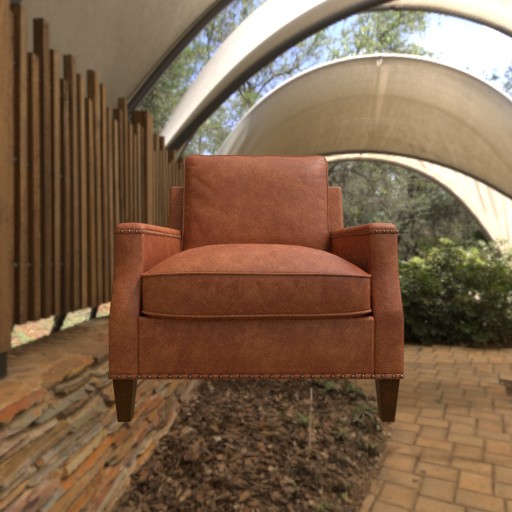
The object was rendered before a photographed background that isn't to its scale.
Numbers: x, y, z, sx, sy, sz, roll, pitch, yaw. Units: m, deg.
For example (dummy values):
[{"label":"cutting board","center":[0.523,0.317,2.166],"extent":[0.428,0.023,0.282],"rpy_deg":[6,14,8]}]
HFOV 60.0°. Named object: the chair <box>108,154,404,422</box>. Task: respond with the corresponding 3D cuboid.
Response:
[{"label":"chair","center":[0.000,0.000,1.727],"extent":[0.853,0.943,1.014],"rpy_deg":[0,1,0]}]
